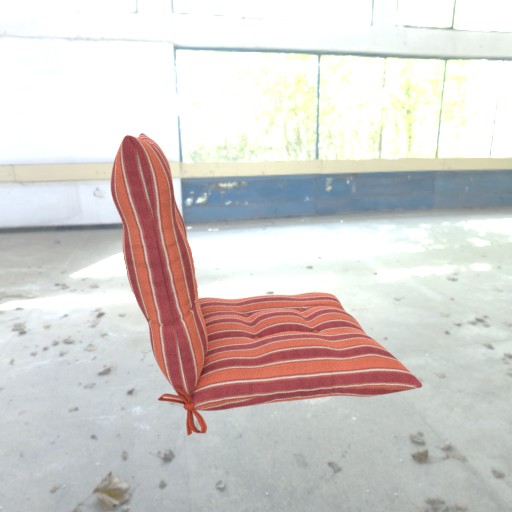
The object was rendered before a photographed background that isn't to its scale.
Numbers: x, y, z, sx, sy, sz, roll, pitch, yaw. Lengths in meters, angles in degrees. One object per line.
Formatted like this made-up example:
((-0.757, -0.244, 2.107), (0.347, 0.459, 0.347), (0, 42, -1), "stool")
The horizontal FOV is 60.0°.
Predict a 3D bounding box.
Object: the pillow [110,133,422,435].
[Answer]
((0.000, 0.000, 1.003), (0.585, 0.536, 0.541), (-3, 16, -11), "pillow")
